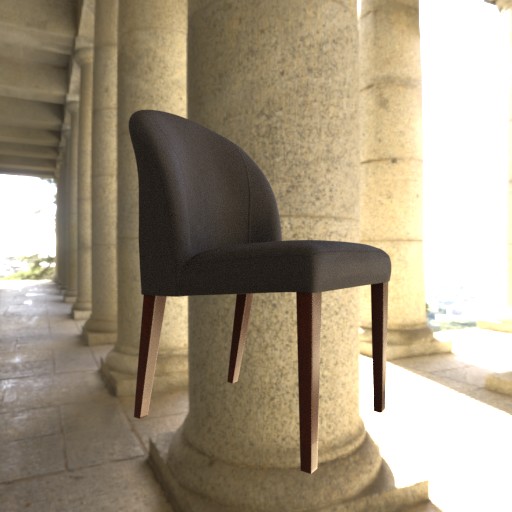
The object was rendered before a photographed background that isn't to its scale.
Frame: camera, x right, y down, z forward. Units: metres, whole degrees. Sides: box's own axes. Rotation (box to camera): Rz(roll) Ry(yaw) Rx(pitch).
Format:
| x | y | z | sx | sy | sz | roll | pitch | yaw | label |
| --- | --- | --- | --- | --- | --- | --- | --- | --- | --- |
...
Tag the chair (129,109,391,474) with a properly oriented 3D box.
| x | y | z | sx | sy | sz | roll | pitch | yaw | label |
| --- | --- | --- | --- | --- | --- | --- | --- | --- | --- |
| 0.000 | 0.000 | 1.229 | 0.619 | 0.879 | 0.506 | 0 | 0 | 35 | chair |
